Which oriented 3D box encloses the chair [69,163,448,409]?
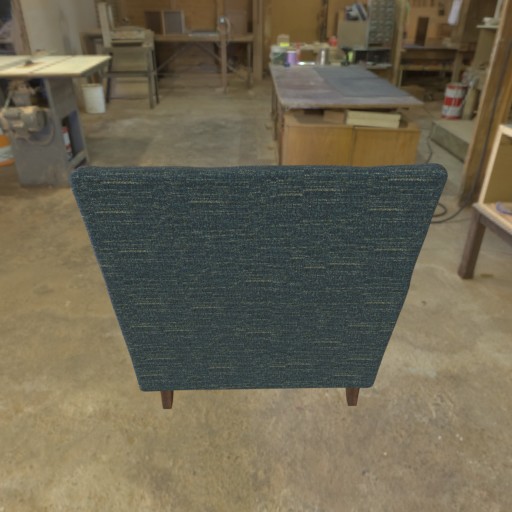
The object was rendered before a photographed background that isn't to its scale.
[{"bbox_3d":[0.000,0.000,1.591,0.864,0.928,0.873,-1,29,-1],"label":"chair"}]
